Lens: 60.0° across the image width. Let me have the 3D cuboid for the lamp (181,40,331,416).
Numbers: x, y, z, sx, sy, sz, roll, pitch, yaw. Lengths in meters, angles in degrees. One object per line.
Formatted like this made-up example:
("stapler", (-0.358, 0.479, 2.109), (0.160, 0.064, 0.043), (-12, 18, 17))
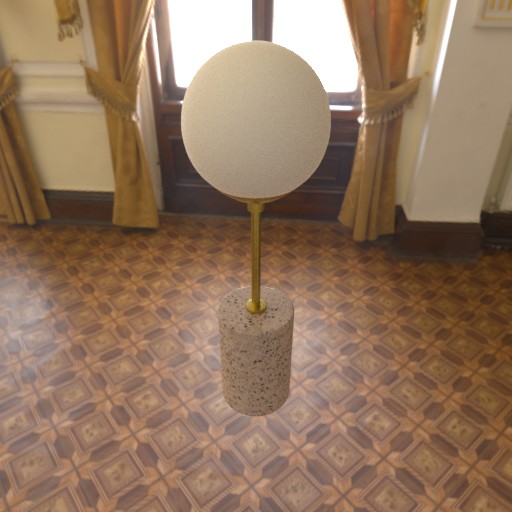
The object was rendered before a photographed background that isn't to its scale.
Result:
("lamp", (0.000, 0.000, 0.547), (0.153, 0.480, 0.153), (0, 33, 0))
